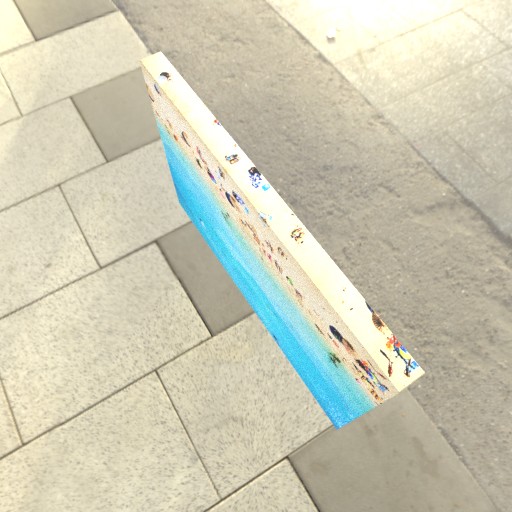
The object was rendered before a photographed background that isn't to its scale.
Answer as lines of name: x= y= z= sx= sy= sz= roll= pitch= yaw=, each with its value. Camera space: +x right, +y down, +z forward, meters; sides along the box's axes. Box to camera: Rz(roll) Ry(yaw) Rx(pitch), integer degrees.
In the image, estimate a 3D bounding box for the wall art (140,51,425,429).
wall art: x=0.000 y=0.000 z=1.131 sx=0.057 sy=0.595 sz=0.894 roll=-31 pitch=67 yaw=-14
